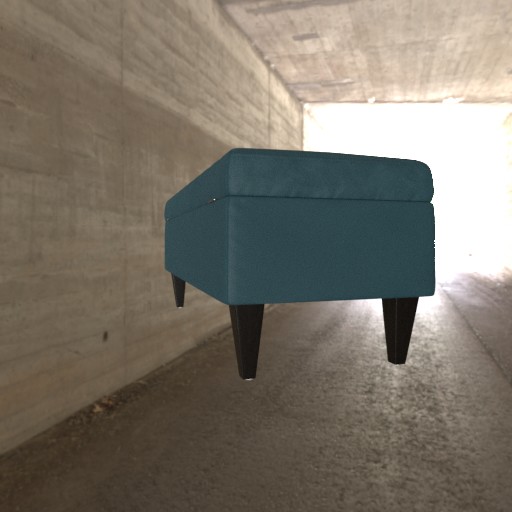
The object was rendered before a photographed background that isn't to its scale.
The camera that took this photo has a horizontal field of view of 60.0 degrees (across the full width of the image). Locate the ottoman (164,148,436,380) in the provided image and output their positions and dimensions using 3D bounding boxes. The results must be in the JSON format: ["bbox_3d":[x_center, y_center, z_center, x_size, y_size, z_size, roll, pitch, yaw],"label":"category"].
[{"bbox_3d":[0.000,0.000,1.443,0.482,0.469,1.151,-1,2,-17],"label":"ottoman"}]
